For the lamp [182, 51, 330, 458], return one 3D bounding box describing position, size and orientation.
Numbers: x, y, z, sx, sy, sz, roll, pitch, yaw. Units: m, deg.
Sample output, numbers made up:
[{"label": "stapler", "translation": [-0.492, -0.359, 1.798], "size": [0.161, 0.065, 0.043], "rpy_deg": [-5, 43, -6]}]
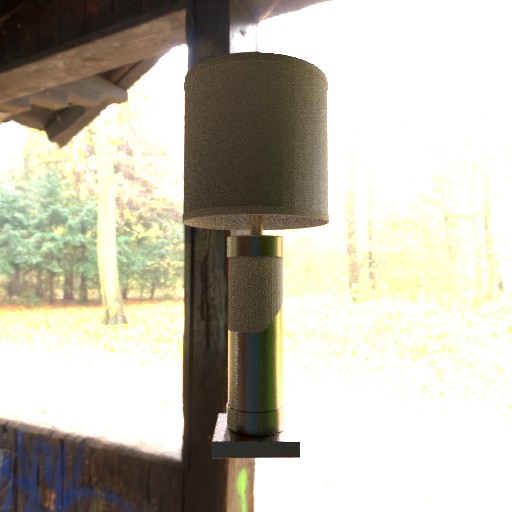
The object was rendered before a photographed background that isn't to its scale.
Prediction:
[{"label": "lamp", "translation": [0.000, 0.000, 0.617], "size": [0.202, 0.509, 0.202], "rpy_deg": [0, -2, 0]}]
